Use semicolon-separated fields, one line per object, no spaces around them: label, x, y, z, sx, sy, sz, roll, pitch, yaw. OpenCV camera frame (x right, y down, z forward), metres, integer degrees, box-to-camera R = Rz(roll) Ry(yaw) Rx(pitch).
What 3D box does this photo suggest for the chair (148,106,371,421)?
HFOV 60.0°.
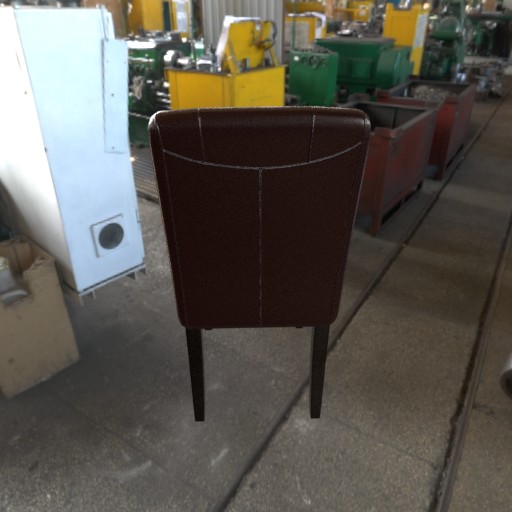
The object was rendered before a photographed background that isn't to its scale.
chair;0.000;0.000;1.218;0.399;0.897;0.556;-1;30;-2
